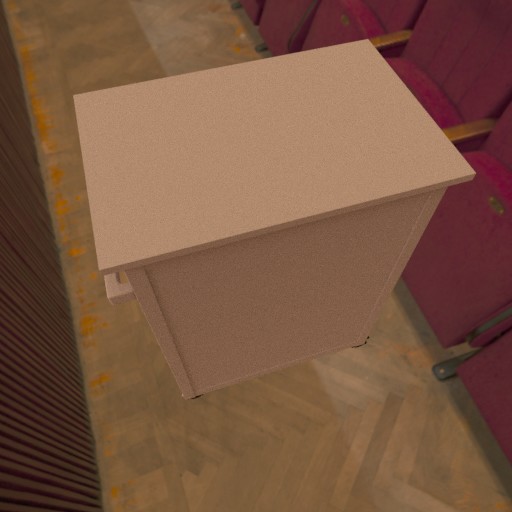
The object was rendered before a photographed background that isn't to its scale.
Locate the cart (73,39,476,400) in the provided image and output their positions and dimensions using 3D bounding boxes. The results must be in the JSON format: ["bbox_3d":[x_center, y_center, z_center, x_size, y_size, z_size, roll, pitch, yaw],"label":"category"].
[{"bbox_3d":[0.000,0.000,1.209,0.683,0.864,0.442,-15,58,-10],"label":"cart"}]
